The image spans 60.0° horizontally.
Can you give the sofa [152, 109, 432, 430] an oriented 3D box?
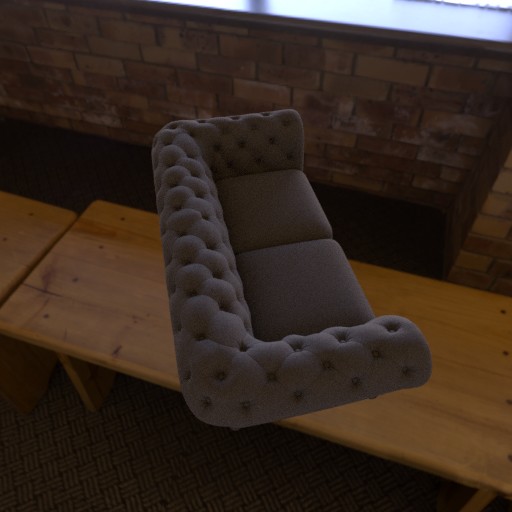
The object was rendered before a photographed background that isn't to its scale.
[{"bbox_3d":[0.000,0.000,2.491,0.986,0.764,1.998,-10,48,-9],"label":"sofa"}]
